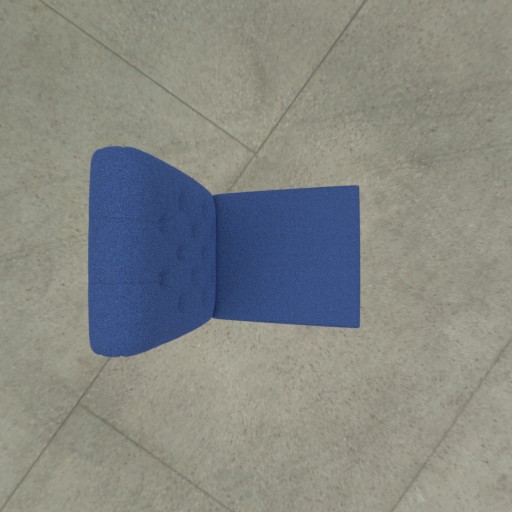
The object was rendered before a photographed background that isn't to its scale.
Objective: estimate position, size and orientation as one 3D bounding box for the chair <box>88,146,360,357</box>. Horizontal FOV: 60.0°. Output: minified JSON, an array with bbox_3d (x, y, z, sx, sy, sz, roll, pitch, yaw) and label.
[{"bbox_3d":[0.000,0.000,1.330,0.671,1.006,0.456,0,89,-1],"label":"chair"}]
